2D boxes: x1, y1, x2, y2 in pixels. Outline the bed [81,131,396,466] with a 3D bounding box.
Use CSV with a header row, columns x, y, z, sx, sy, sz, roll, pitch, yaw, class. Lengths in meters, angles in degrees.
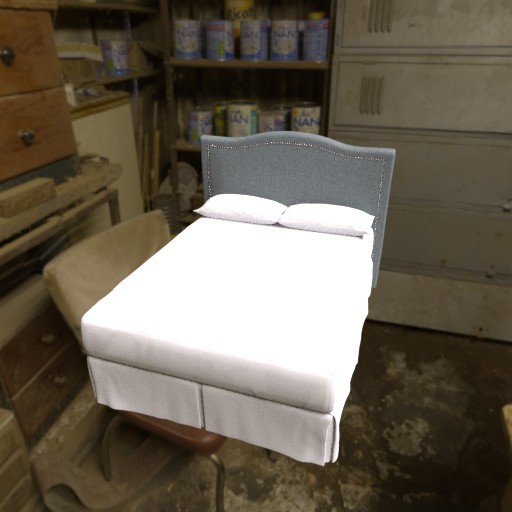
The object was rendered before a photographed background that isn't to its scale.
x,y,z,sx,sy,sz,roll,pitch,yaw,class
0.000,0.000,3.328,1.753,1.460,2.143,9,28,17,bed
